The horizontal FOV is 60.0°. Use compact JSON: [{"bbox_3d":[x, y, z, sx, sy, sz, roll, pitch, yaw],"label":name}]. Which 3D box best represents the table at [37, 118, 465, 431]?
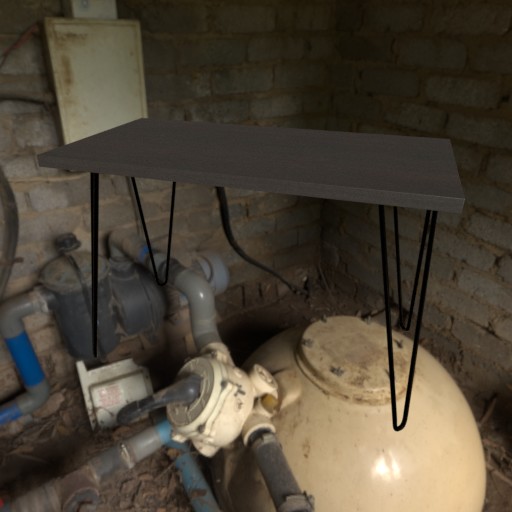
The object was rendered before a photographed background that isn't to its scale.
[{"bbox_3d":[0.000,0.000,1.336,0.991,0.660,0.499,9,29,16],"label":"table"}]
